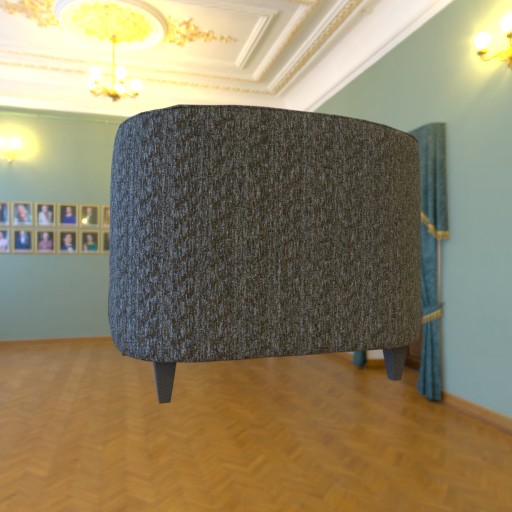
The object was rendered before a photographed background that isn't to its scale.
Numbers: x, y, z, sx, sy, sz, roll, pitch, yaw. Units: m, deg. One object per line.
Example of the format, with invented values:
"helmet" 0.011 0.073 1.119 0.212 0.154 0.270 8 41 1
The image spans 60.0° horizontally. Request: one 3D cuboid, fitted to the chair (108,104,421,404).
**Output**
"chair" 0.000 0.000 1.742 1.104 0.852 0.941 0 -1 -18
